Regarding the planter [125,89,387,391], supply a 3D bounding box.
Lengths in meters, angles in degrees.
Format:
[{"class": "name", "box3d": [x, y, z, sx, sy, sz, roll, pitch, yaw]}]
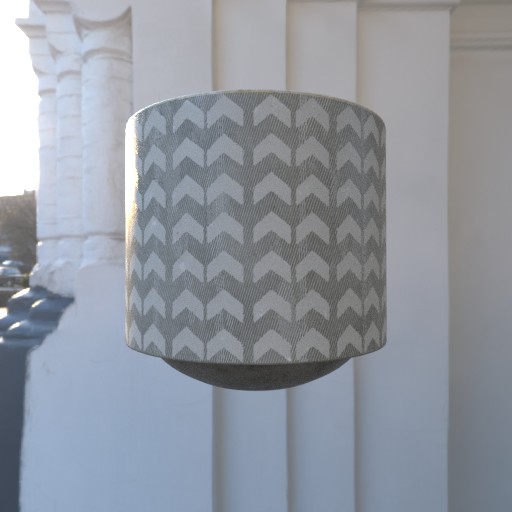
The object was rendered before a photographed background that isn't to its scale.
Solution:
[{"class": "planter", "box3d": [0.000, 0.000, 0.337, 0.190, 0.181, 0.190, 0, -1, 0]}]
